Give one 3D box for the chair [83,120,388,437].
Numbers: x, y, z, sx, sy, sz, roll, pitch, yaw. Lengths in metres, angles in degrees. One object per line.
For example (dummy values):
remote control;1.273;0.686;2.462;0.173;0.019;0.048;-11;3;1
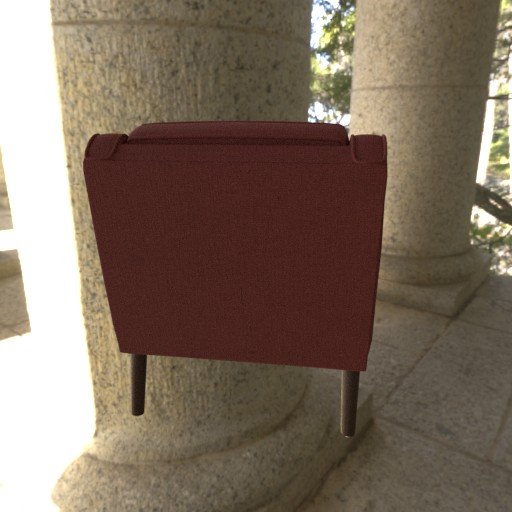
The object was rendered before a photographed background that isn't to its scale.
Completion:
chair;0.000;0.000;1.392;0.680;0.812;0.770;2;17;8
